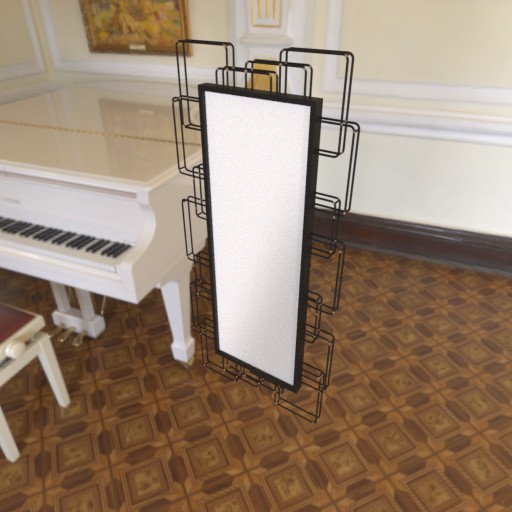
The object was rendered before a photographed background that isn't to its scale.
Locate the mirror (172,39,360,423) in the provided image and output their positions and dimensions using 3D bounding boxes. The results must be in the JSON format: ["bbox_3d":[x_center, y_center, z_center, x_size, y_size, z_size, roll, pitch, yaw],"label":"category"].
[{"bbox_3d":[0.000,0.000,1.381,0.565,1.192,0.037,19,36,28],"label":"mirror"}]
